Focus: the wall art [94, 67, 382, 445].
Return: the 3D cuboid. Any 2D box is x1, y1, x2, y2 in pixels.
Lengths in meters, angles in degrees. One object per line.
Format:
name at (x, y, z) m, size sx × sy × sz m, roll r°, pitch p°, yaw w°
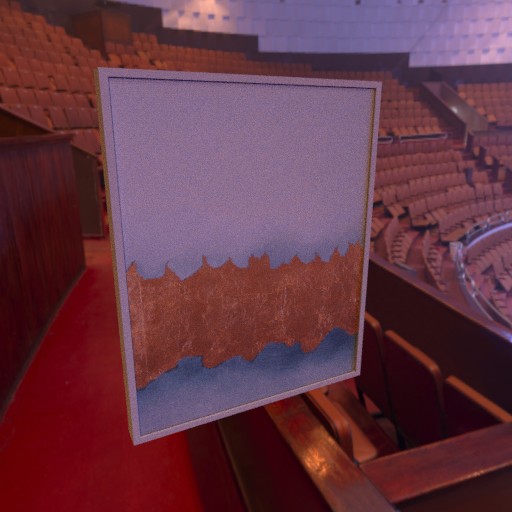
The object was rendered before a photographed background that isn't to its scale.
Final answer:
wall art at (0.000, 0.000, 0.734) m, size 0.451 × 0.553 × 0.039 m, roll -8°, pitch 19°, yaw -26°
